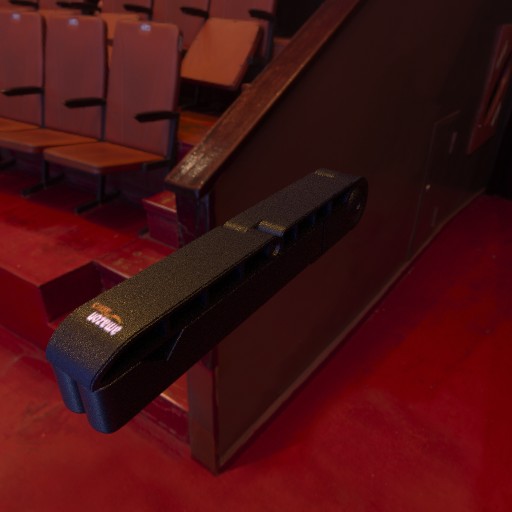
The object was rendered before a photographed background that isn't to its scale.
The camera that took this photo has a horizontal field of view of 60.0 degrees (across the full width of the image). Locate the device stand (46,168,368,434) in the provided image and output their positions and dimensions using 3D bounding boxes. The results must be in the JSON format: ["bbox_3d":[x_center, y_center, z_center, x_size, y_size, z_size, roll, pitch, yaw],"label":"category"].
[{"bbox_3d":[0.000,0.000,0.188,0.026,0.030,0.179,20,36,30],"label":"device stand"}]
